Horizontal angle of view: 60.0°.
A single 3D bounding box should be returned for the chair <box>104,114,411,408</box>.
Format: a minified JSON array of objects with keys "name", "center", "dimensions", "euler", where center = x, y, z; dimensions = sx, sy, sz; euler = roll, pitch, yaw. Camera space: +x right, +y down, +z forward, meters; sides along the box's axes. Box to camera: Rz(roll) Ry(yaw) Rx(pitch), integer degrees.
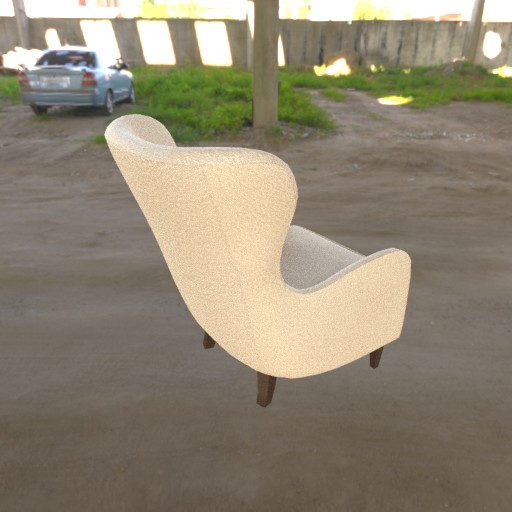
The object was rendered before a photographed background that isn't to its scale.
[{"name":"chair","center":[0.000,0.000,1.787],"dimensions":[0.984,1.064,0.861],"euler":[-17,30,-31]}]
